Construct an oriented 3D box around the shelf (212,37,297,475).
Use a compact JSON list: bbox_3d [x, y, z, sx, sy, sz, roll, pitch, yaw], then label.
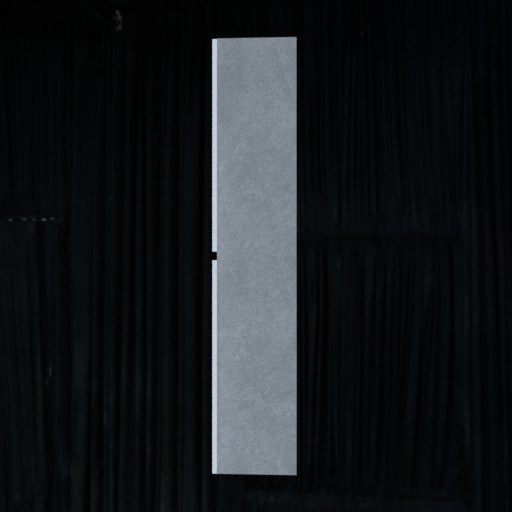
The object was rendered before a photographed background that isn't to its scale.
[{"bbox_3d":[0.000,0.000,1.572,0.270,1.400,0.300,0,0,2],"label":"shelf"}]
